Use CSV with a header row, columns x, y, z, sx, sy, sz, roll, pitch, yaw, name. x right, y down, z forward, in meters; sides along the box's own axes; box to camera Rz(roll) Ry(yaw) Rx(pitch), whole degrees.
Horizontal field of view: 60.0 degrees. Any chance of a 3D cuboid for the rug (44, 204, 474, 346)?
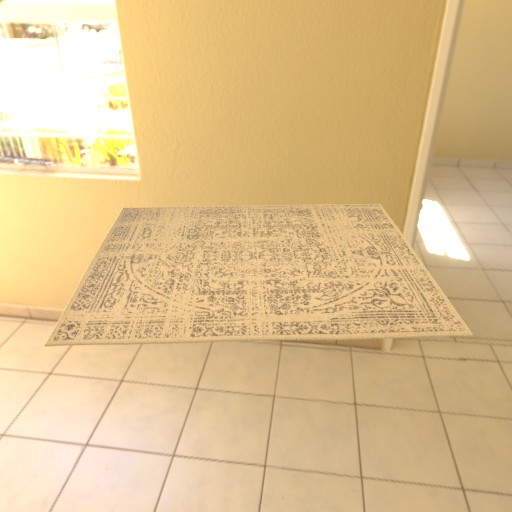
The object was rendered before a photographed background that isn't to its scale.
x,y,z,sx,sy,sz,roll,pitch,yaw,name
0.000,0.000,3.990,2.921,0.032,2.311,-1,30,-2,rug
